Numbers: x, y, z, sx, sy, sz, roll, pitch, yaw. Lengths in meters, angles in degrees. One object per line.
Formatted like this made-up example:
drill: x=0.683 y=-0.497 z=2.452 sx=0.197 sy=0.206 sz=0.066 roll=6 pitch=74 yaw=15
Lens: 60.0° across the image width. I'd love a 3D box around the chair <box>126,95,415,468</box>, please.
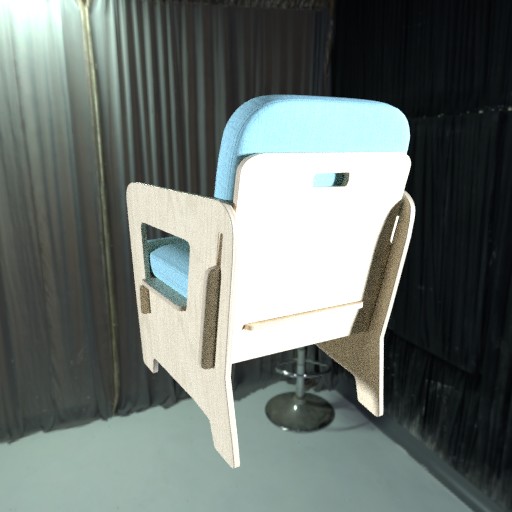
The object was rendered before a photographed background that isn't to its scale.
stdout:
chair: x=0.000 y=0.000 z=1.254 sx=0.590 sy=0.800 sz=0.710 roll=-7 pitch=16 yaw=-27
